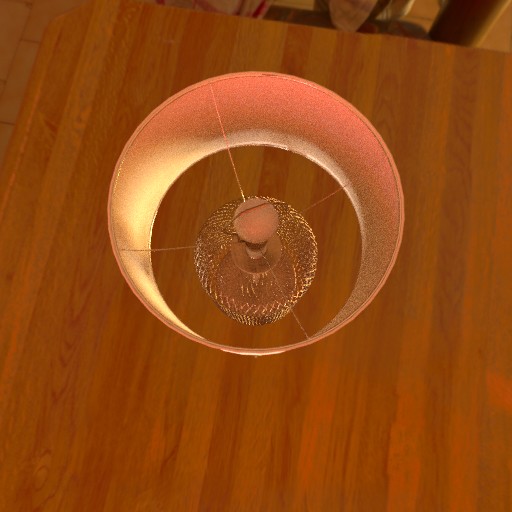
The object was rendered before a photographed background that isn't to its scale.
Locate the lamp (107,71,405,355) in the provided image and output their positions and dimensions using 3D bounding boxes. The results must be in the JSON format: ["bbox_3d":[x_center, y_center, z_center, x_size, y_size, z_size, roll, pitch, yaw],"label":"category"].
[{"bbox_3d":[0.000,0.000,0.807,0.353,0.578,0.353,0,77,0],"label":"lamp"}]
